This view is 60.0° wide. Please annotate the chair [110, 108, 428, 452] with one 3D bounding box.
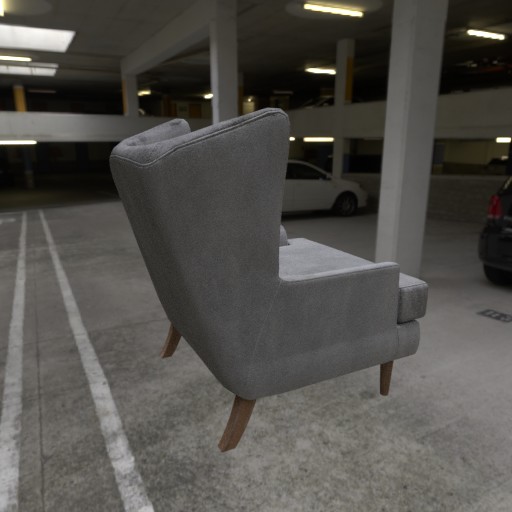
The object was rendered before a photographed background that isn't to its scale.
[{"bbox_3d":[0.000,0.000,1.571,0.906,0.950,0.784,-8,17,-26],"label":"chair"}]
